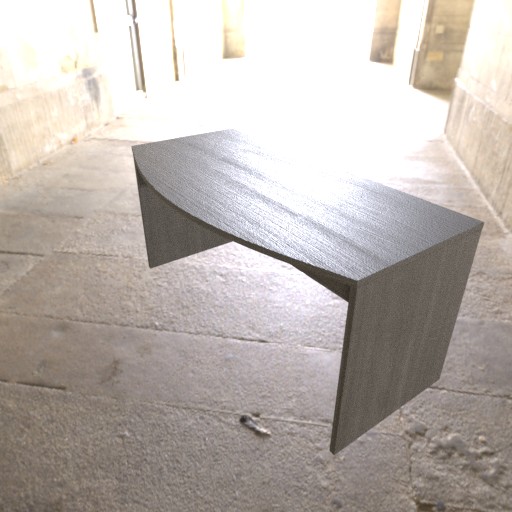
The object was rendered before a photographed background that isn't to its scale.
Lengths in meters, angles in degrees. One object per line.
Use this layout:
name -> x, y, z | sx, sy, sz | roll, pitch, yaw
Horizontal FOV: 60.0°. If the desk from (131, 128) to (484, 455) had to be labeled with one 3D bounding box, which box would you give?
desk -> 0.000, 0.000, 2.084 | 0.802, 0.750, 1.600 | -20, 36, -30
